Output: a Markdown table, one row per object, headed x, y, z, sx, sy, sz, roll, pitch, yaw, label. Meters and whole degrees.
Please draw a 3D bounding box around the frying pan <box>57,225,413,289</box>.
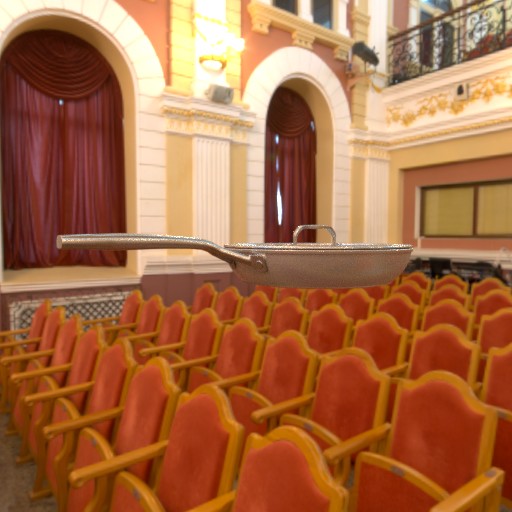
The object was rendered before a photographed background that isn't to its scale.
| x | y | z | sx | sy | sz | roll | pitch | yaw | label |
| --- | --- | --- | --- | --- | --- | --- | --- | --- | --- |
| 0.000 | 0.000 | 0.589 | 0.490 | 0.086 | 0.272 | -2 | 3 | -36 | frying pan |
